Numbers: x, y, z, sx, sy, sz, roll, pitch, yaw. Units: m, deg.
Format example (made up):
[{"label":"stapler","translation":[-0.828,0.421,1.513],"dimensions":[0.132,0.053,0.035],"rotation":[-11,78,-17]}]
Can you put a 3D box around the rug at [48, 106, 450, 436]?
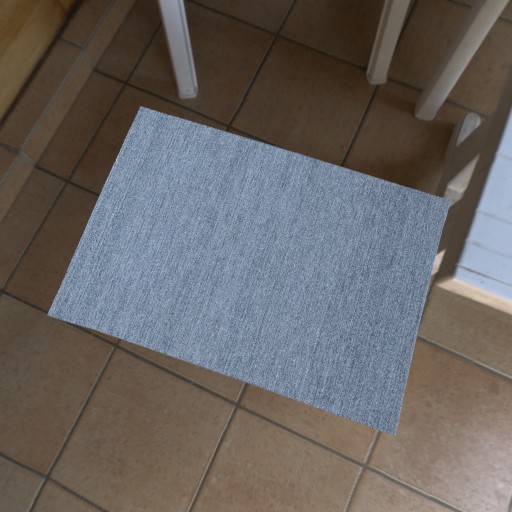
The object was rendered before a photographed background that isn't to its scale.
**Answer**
[{"label":"rug","translation":[0.000,0.000,2.981],"dimensions":[2.338,0.030,1.616],"rotation":[18,77,4]}]
